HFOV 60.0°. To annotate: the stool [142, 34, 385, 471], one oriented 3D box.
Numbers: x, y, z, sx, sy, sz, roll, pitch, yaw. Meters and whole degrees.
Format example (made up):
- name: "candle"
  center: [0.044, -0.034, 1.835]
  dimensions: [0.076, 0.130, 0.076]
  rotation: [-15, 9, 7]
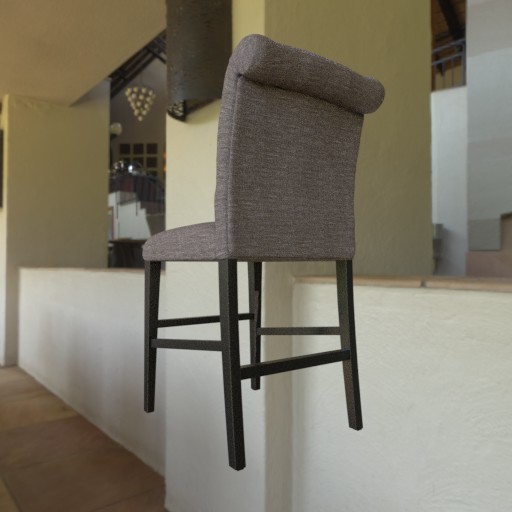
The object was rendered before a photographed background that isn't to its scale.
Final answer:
- name: "stool"
  center: [0.000, 0.000, 1.292]
  dimensions: [0.457, 0.970, 0.611]
  rotation: [1, -1, -37]
